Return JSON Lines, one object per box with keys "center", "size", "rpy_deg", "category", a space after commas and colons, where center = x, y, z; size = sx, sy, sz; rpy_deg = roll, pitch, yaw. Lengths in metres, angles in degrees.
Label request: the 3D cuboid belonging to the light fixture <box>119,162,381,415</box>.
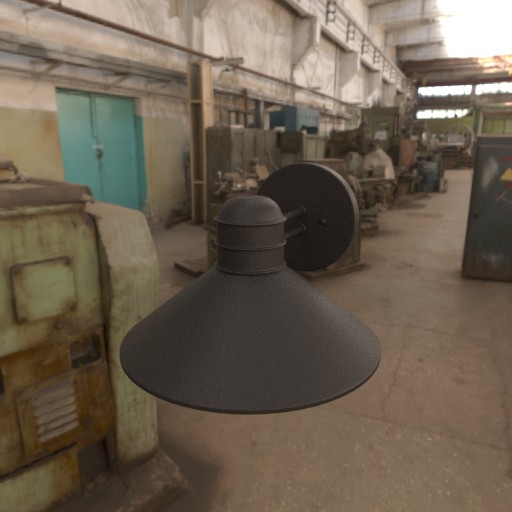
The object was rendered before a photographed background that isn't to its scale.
{"center": [0.000, 0.000, 0.682], "size": [0.396, 0.265, 0.434], "rpy_deg": [7, 16, 26], "category": "light fixture"}
